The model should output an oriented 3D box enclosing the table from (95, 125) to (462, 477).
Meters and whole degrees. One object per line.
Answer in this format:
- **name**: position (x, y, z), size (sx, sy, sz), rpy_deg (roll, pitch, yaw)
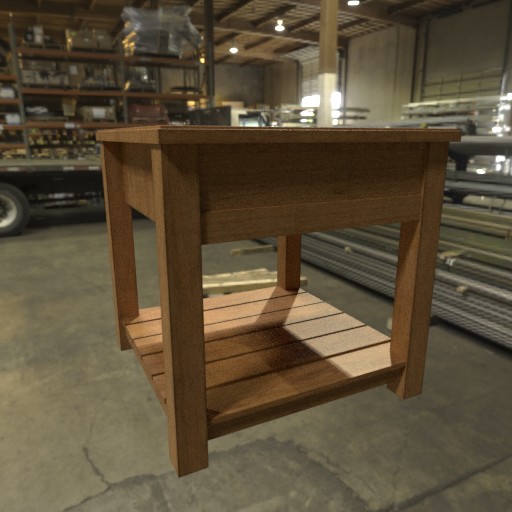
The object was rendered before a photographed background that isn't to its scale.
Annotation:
- **table**: position (0.000, 0.000, 1.082), size (0.612, 0.593, 0.616), rpy_deg (-8, 17, -26)
